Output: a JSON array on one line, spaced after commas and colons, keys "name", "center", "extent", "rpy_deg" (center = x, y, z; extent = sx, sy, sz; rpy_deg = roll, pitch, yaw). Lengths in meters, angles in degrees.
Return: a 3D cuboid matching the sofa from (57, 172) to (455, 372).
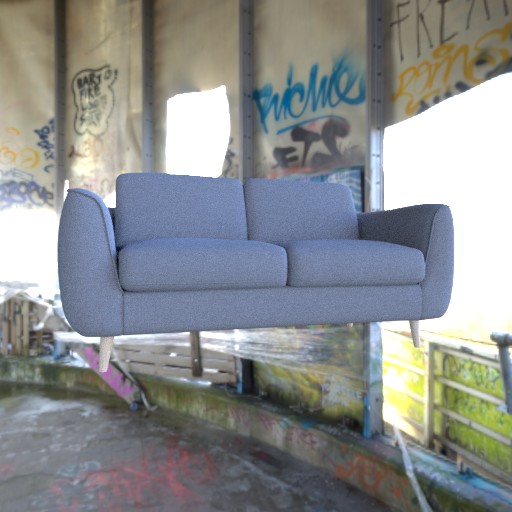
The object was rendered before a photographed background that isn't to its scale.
[{"name": "sofa", "center": [0.000, 0.000, 2.157], "extent": [1.700, 0.850, 0.920], "rpy_deg": [0, 1, -18]}]
